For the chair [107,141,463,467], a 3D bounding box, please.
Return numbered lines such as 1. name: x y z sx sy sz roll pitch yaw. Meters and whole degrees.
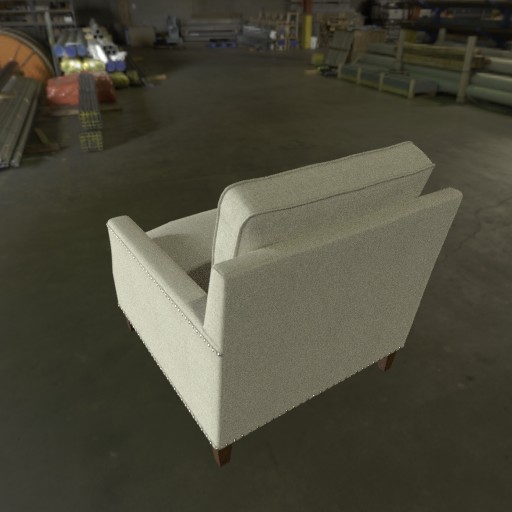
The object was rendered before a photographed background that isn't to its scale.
1. chair: 0.000 0.000 1.665 0.853 0.943 1.014 -19 35 -29
